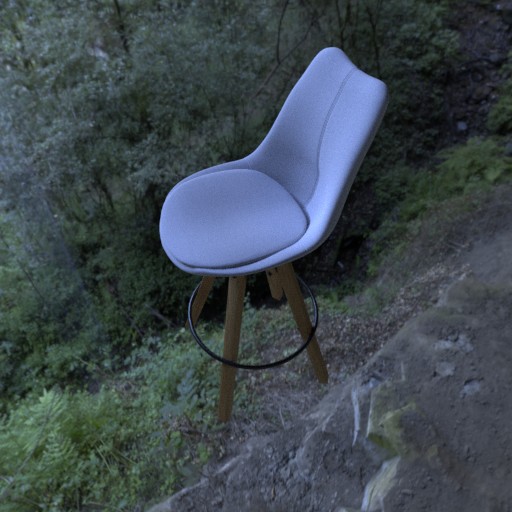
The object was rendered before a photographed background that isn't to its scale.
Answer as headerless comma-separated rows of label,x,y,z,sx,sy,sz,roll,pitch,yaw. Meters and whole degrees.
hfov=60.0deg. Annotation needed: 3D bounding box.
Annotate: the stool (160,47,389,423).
stool,0.000,0.000,1.389,0.550,1.115,0.484,-16,49,-15
